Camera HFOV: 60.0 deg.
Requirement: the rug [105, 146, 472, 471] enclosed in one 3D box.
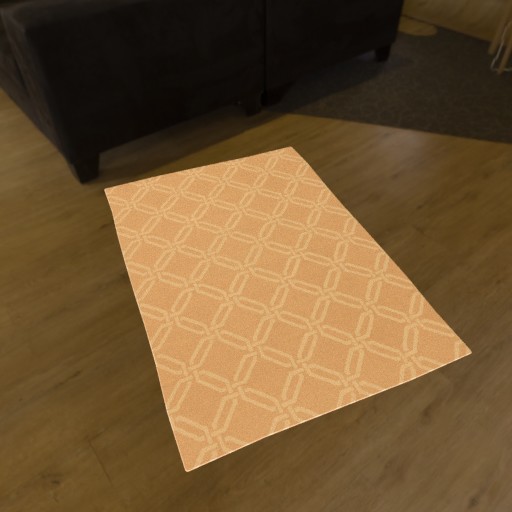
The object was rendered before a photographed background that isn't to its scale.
[{"bbox_3d":[0.000,0.000,2.740,1.524,0.013,2.135,-16,47,-16],"label":"rug"}]
